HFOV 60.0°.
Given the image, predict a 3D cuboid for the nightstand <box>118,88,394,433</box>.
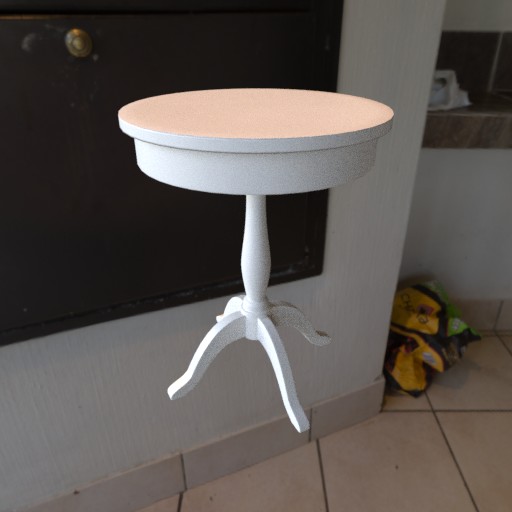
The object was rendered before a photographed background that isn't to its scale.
[{"bbox_3d":[0.000,0.000,1.008,0.513,0.653,0.513,-9,29,-16],"label":"nightstand"}]
